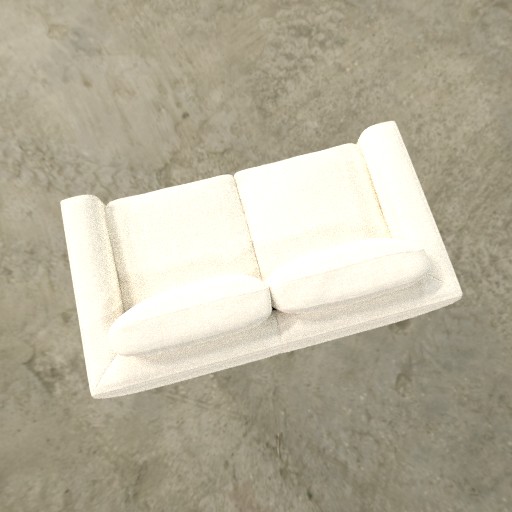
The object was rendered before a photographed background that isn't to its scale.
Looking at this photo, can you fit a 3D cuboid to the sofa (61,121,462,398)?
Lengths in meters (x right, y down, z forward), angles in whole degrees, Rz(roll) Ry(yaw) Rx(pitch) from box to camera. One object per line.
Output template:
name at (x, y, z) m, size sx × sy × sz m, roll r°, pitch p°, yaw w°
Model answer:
sofa at (0.000, 0.000, 2.433) m, size 1.920 × 0.801 × 1.069 m, roll -14°, pitch 75°, yaw -4°
